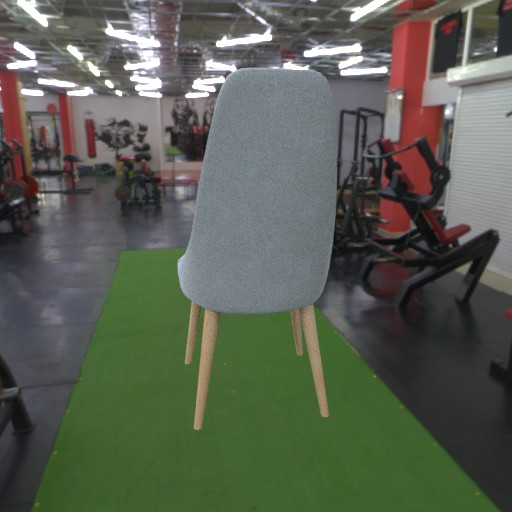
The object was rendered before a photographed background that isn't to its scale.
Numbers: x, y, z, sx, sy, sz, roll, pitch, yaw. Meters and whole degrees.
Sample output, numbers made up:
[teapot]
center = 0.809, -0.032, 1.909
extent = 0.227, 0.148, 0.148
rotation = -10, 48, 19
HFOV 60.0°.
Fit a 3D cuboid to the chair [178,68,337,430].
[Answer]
[chair]
center = 0.000, 0.000, 1.430
extent = 0.510, 1.040, 0.660
rotation = -2, 15, -9
